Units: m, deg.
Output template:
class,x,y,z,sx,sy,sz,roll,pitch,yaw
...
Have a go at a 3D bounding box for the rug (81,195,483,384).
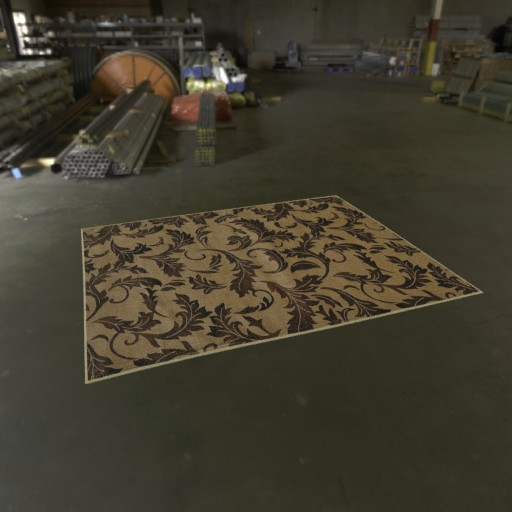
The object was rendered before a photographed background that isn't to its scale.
class,x,y,z,sx,sy,sz,roll,pitch,yaw
rug,0.000,0.000,4.029,2.977,0.008,2.380,-9,29,-18
